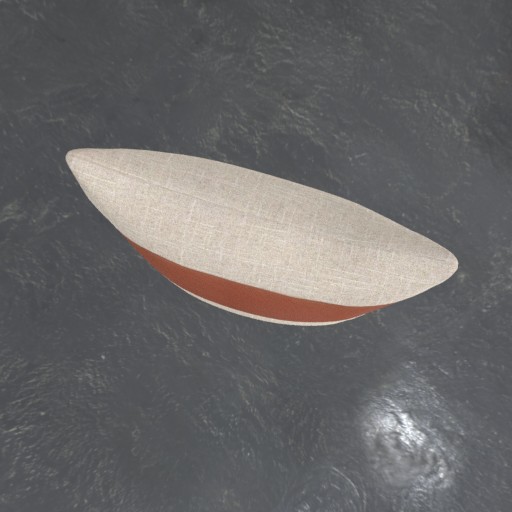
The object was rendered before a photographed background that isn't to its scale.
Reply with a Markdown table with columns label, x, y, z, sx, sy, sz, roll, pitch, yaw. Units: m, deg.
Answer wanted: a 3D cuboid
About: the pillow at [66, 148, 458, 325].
| label | x | y | z | sx | sy | sz | roll | pitch | yaw |
| --- | --- | --- | --- | --- | --- | --- | --- | --- | --- |
| pillow | 0.000 | 0.000 | 0.637 | 0.414 | 0.399 | 0.173 | 16 | 77 | 4 |
